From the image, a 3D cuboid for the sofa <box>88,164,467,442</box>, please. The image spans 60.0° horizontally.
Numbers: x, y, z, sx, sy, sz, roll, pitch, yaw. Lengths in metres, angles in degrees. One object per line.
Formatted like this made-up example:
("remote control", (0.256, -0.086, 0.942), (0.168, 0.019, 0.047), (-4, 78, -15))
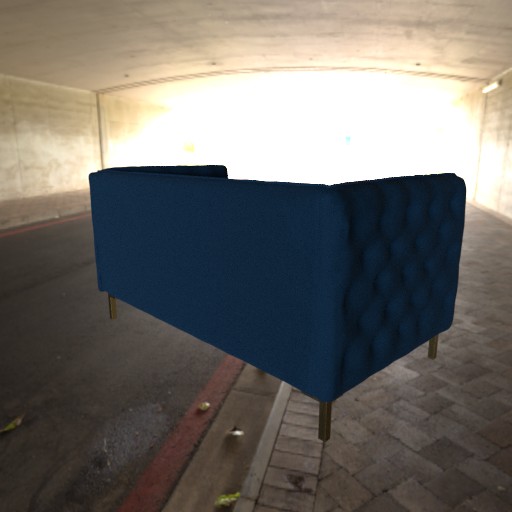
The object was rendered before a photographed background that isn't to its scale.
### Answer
("sofa", (0.000, 0.000, 2.093), (0.909, 0.810, 1.583), (-13, 18, -42))
